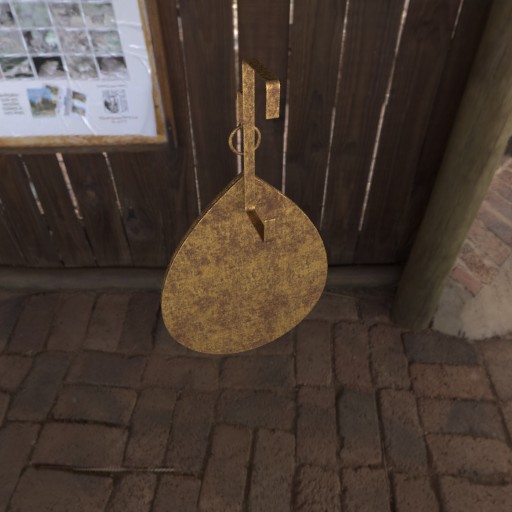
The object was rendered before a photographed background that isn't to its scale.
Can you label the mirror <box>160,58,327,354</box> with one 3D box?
[{"bbox_3d":[0.000,0.000,0.895,0.405,0.744,0.144,-13,43,-14],"label":"mirror"}]
